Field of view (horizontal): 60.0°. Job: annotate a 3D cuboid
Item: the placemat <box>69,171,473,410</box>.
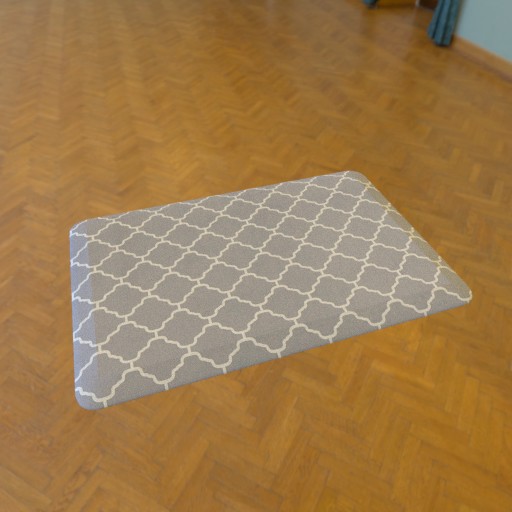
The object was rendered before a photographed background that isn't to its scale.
[{"bbox_3d":[0.000,0.000,0.954,0.762,0.021,0.508,-13,44,-13],"label":"placemat"}]
